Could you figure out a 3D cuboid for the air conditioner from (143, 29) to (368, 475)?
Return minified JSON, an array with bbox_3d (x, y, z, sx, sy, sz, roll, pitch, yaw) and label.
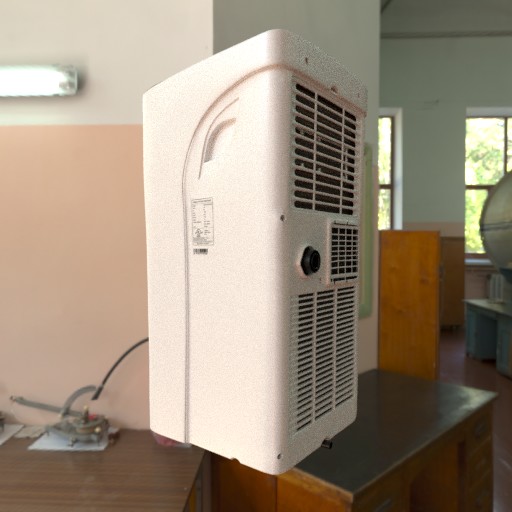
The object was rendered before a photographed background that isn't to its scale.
[{"bbox_3d":[0.000,0.000,0.906,0.369,0.716,0.352,1,1,37],"label":"air conditioner"}]
